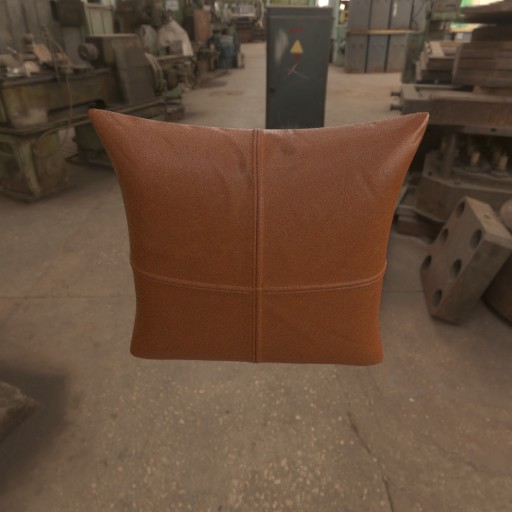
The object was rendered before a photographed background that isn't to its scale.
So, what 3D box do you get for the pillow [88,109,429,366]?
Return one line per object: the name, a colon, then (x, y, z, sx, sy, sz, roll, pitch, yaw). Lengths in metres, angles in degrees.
pillow: (0.000, 0.000, 0.755, 0.501, 0.477, 0.192, 1, 29, 2)
